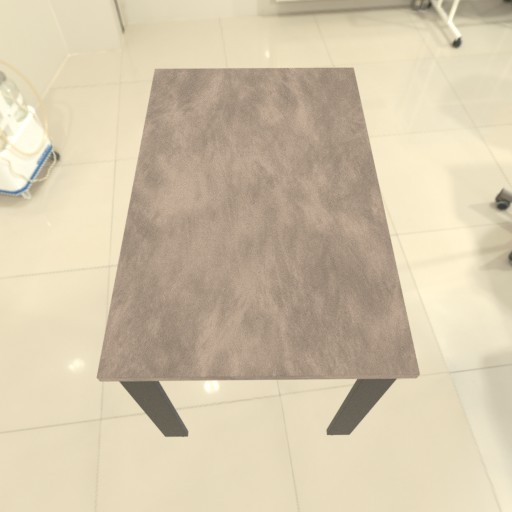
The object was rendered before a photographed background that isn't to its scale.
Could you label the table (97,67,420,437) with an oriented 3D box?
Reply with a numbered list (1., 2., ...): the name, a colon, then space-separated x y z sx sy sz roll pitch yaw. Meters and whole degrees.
1. table: 0.000 0.000 1.564 0.700 0.734 1.100 0 57 0
